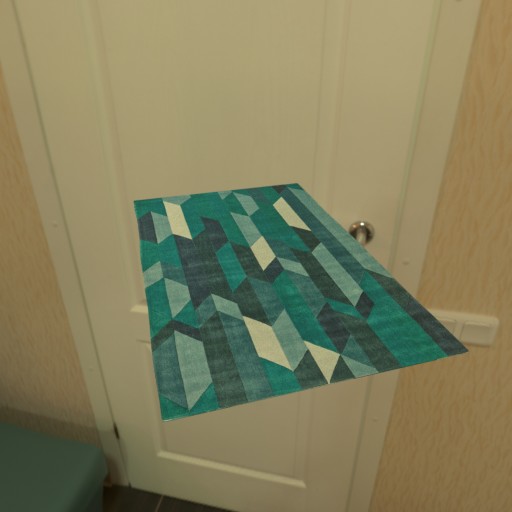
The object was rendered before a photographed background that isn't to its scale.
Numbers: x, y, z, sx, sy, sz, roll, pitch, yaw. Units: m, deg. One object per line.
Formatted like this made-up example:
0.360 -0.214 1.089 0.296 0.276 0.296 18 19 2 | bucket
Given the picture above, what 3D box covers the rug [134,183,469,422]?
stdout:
0.000 0.000 3.032 1.528 0.005 2.420 -8 31 -14 | rug
